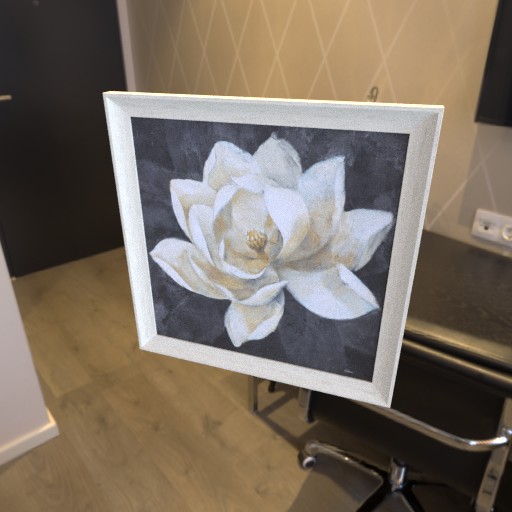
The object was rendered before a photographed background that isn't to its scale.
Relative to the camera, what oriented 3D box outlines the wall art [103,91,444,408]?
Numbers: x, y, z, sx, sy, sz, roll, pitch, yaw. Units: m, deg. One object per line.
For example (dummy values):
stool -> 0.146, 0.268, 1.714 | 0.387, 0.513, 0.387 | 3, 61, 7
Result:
wall art -> 0.000, 0.000, 1.507 | 1.016, 1.016, 0.045 | 9, 28, 17
